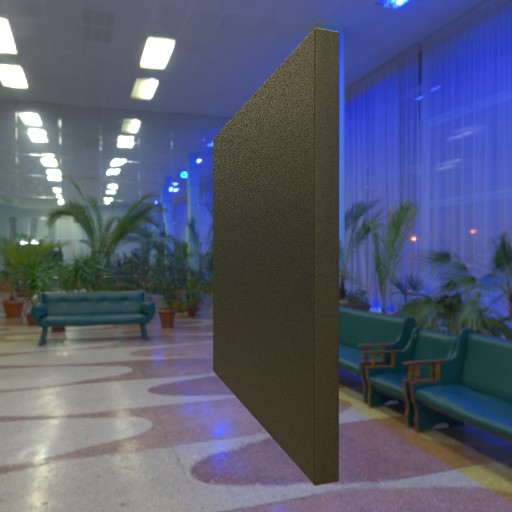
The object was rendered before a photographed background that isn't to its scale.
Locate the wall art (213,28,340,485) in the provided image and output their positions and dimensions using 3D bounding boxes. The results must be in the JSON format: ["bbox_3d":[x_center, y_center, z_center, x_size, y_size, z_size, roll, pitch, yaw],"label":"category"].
[{"bbox_3d":[0.000,0.000,0.732,0.031,0.506,0.503,0,0,-18],"label":"wall art"}]
